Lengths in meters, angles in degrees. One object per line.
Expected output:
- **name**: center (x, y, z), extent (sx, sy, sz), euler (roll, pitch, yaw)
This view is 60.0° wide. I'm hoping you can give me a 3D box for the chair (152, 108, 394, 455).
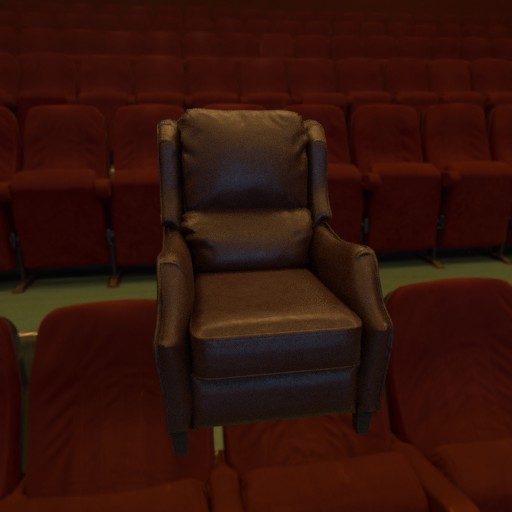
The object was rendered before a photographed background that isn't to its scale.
- **chair**: center (0.000, 0.000, 1.744), extent (0.770, 1.132, 0.982), euler (-3, 16, -9)
